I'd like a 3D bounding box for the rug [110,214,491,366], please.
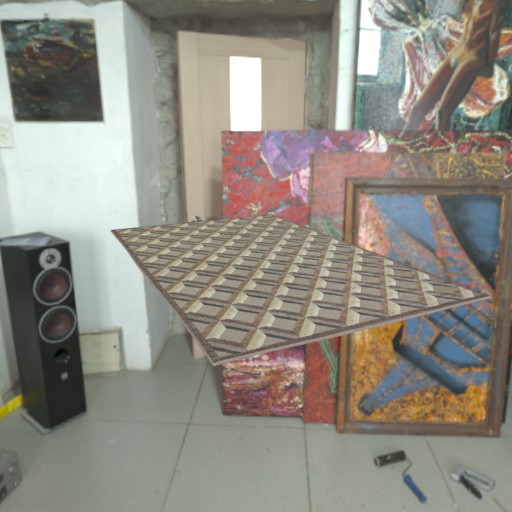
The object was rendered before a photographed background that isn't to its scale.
[{"bbox_3d":[0.000,0.000,2.083,1.066,0.011,1.677,-8,18,-25],"label":"rug"}]
